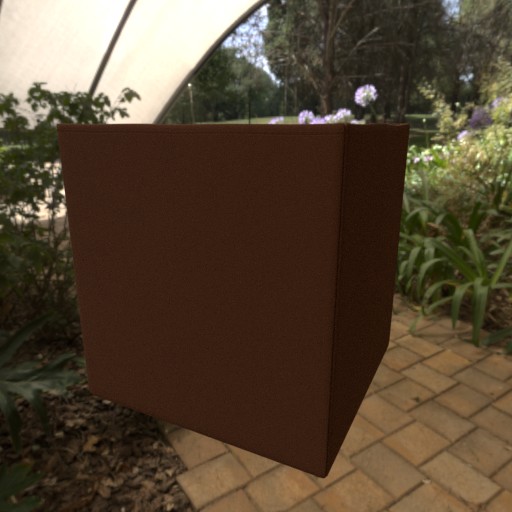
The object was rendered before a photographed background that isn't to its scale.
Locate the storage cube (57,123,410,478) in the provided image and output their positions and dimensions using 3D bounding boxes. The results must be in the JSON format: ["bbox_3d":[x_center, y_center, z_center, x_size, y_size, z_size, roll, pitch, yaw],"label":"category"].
[{"bbox_3d":[0.000,0.000,0.489,0.270,0.280,0.270,8,18,26],"label":"storage cube"}]
